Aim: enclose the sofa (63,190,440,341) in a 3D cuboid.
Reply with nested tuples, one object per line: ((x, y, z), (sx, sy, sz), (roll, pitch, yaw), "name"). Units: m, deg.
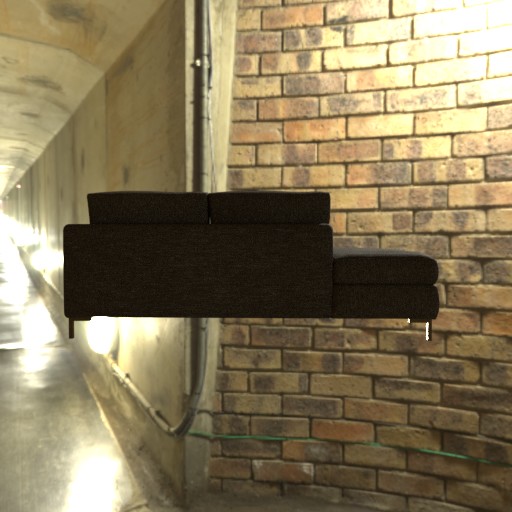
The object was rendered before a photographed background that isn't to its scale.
((0.000, 0.000, 3.782), (2.007, 0.815, 2.949), (0, 2, 1), "sofa")
